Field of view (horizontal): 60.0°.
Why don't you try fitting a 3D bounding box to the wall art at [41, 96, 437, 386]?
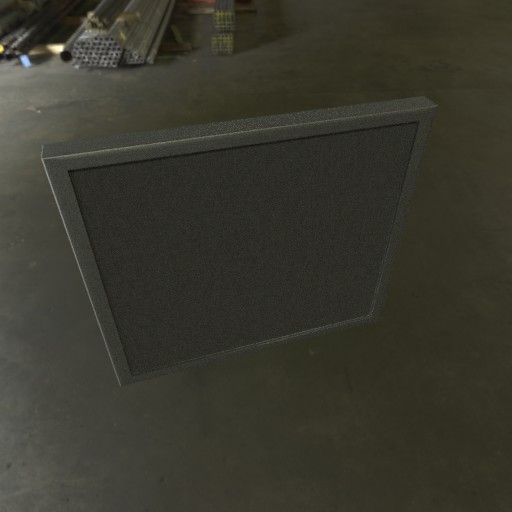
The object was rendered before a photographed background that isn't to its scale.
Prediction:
[{"bbox_3d":[0.000,0.000,0.526,0.380,0.330,0.028,-11,42,-13],"label":"wall art"}]
